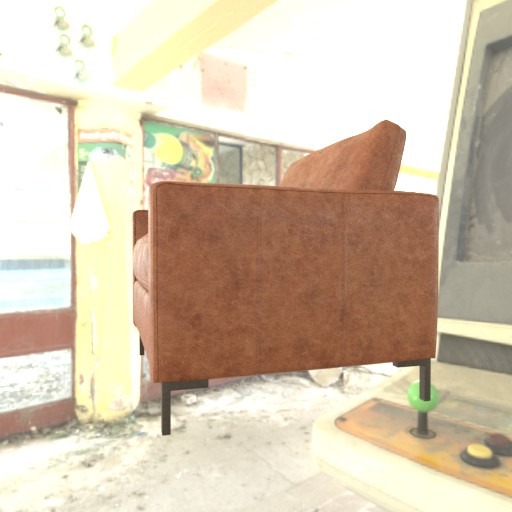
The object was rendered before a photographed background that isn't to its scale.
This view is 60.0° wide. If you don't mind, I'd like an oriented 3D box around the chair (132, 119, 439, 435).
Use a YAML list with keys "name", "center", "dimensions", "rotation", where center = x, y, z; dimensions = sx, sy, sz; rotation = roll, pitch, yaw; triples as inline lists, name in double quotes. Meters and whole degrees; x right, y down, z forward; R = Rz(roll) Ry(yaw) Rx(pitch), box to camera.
- name: "chair"
  center: [0.000, 0.000, 1.634]
  dimensions: [0.862, 0.869, 0.967]
  rotation: [0, 1, -18]
